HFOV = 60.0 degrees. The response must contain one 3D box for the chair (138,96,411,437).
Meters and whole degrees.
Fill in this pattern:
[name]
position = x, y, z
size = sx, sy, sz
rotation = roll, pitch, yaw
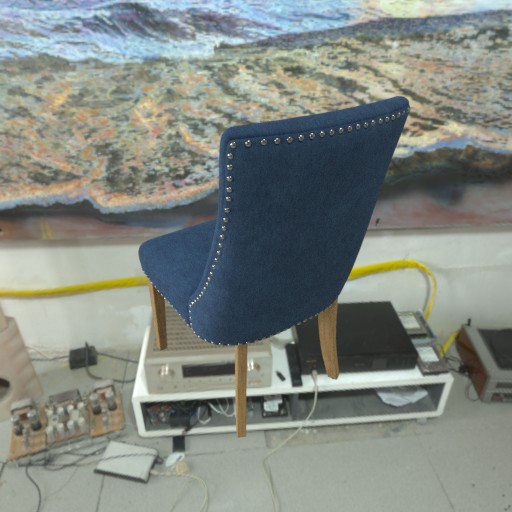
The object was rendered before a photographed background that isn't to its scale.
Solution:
[chair]
position = 0.000, 0.000, 1.254
size = 0.495, 0.902, 0.610
rotation = -20, 37, -30
